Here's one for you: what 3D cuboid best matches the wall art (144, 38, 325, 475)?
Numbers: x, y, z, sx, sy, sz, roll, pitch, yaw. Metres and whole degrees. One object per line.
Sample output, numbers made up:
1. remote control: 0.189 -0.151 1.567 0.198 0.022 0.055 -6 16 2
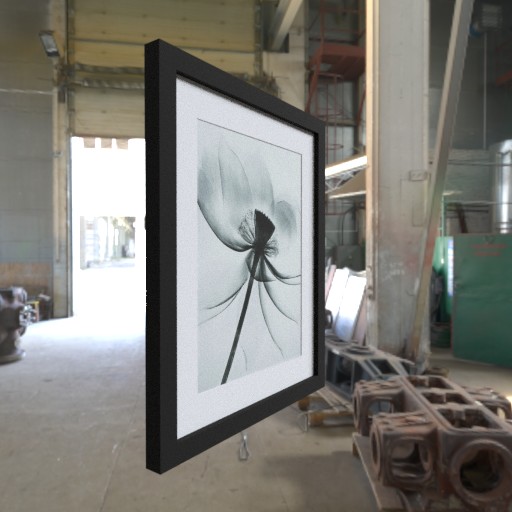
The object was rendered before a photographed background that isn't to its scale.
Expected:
1. wall art: 0.000 0.000 0.760 0.029 0.559 0.457 1 1 36
